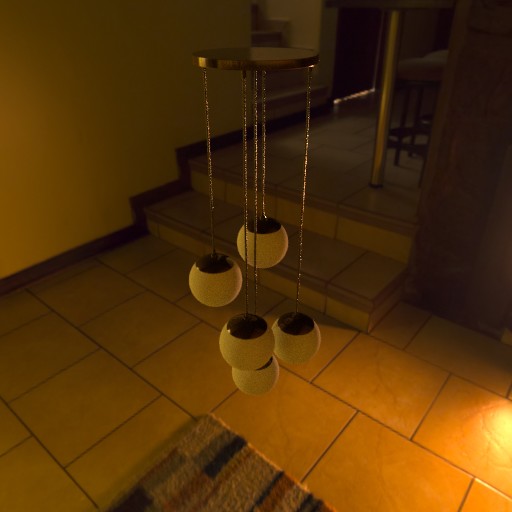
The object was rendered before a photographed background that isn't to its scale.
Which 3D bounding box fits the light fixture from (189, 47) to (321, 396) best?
[{"bbox_3d":[0.000,0.000,1.520,0.484,1.271,0.489,10,32,17],"label":"light fixture"}]
